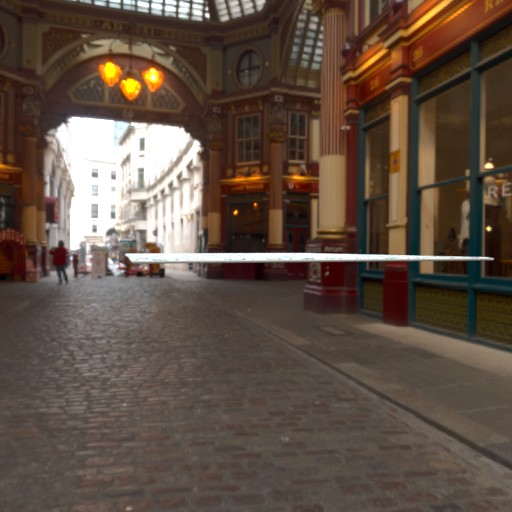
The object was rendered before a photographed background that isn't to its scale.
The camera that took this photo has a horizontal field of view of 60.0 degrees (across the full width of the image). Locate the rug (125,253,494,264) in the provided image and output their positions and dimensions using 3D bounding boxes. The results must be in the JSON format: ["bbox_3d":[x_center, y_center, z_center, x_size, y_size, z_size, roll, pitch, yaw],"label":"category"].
[{"bbox_3d":[0.000,0.000,2.826,1.586,0.014,2.197,0,1,-17],"label":"rug"}]
